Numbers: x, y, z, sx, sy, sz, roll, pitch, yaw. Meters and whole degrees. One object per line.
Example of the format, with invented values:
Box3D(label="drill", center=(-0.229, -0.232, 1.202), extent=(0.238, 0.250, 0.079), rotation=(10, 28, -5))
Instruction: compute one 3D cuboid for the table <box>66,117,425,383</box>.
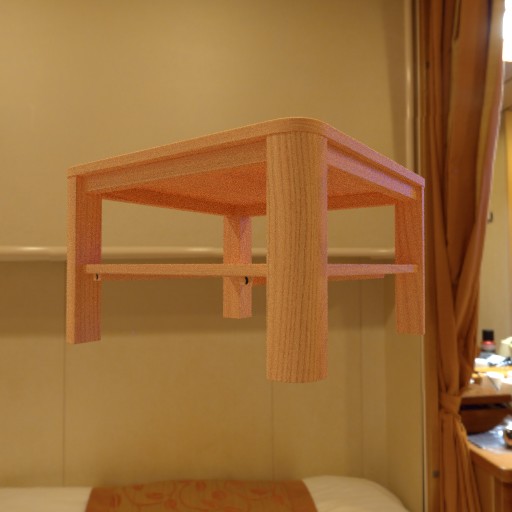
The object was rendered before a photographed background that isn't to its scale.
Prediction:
Box3D(label="table", center=(0.000, 0.000, 1.246), extent=(0.750, 0.450, 0.750), rotation=(-1, -2, 36))
